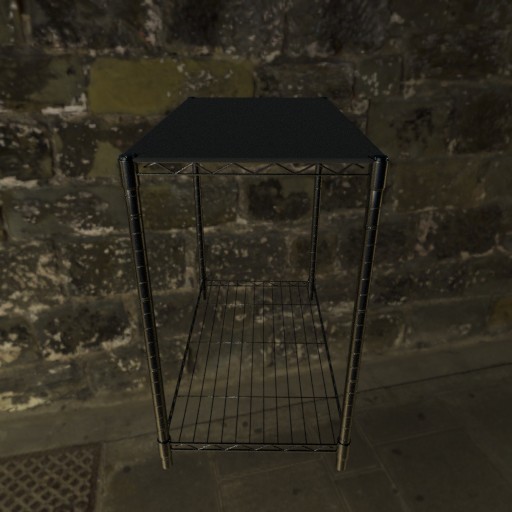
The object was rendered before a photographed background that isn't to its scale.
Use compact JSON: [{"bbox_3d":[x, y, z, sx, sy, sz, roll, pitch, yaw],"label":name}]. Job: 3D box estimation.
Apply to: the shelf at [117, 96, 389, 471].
[{"bbox_3d":[0.000,0.000,0.928,0.338,0.564,0.589,0,27,1],"label":"shelf"}]
